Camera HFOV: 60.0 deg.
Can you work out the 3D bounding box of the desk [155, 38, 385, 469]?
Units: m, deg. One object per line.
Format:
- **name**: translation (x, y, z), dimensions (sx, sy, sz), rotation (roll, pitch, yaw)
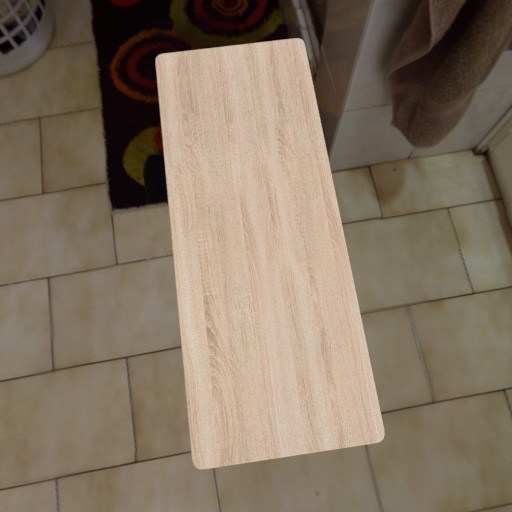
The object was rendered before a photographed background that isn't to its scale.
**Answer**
- **desk**: translation (0.000, 0.000, 1.799), dimensions (0.550, 0.760, 1.400), rotation (-8, 74, -2)
